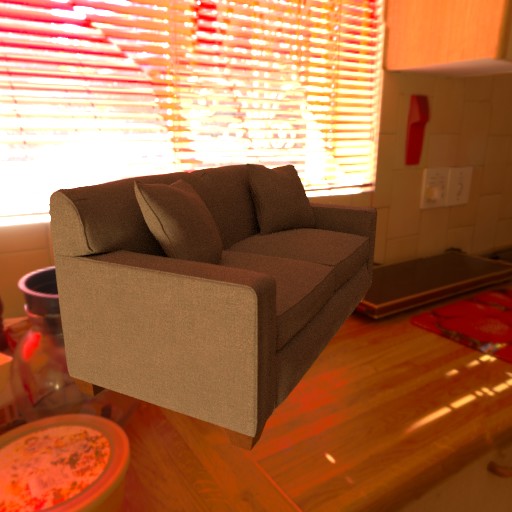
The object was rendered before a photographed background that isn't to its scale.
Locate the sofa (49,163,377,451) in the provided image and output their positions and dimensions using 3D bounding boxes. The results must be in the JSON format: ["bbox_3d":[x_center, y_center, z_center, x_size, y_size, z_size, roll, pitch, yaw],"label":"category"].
[{"bbox_3d":[0.000,0.000,2.461,1.000,0.958,1.846,8,17,26],"label":"sofa"}]
